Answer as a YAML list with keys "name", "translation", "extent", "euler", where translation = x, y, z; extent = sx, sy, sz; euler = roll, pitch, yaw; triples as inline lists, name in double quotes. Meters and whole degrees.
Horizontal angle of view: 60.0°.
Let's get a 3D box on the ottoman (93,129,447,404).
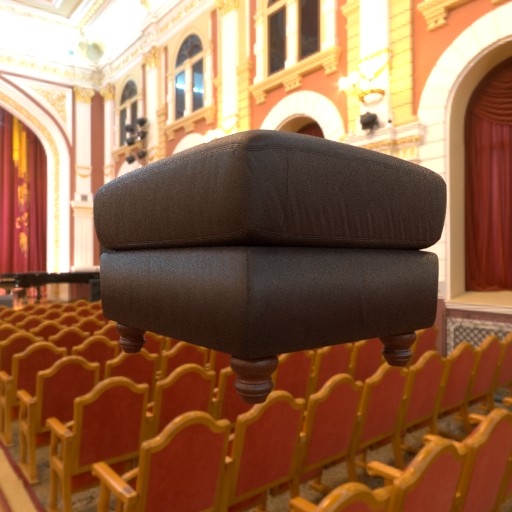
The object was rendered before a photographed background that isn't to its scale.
- name: "ottoman"
  translation: [0.000, 0.000, 1.242]
  extent: [0.670, 0.569, 0.806]
  euler: [0, -1, -38]
